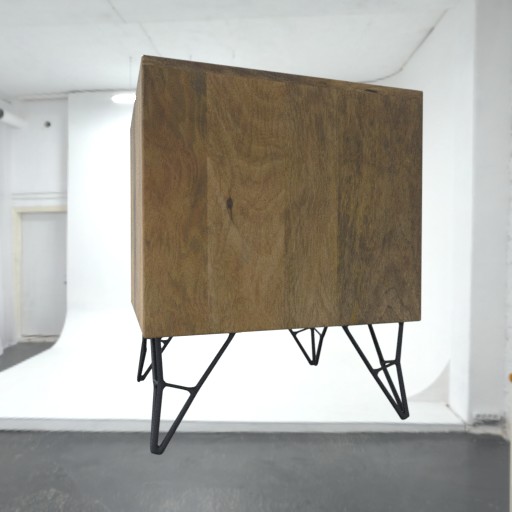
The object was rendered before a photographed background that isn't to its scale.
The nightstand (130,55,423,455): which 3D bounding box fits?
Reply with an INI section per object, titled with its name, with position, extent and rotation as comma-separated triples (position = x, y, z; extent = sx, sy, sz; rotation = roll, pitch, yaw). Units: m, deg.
[nightstand]
position = 0.000, 0.000, 0.869
extent = 0.457, 0.559, 0.406
rotation = 0, 1, -18
